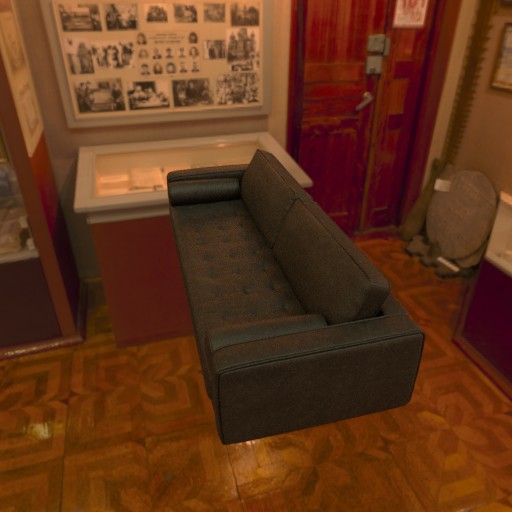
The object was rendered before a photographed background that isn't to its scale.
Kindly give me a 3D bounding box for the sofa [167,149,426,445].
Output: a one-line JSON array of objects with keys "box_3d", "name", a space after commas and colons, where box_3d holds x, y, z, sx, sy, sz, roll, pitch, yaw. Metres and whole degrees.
[{"box_3d": [0.000, 0.000, 2.714, 0.914, 0.762, 2.210, -8, 32, -12], "name": "sofa"}]
